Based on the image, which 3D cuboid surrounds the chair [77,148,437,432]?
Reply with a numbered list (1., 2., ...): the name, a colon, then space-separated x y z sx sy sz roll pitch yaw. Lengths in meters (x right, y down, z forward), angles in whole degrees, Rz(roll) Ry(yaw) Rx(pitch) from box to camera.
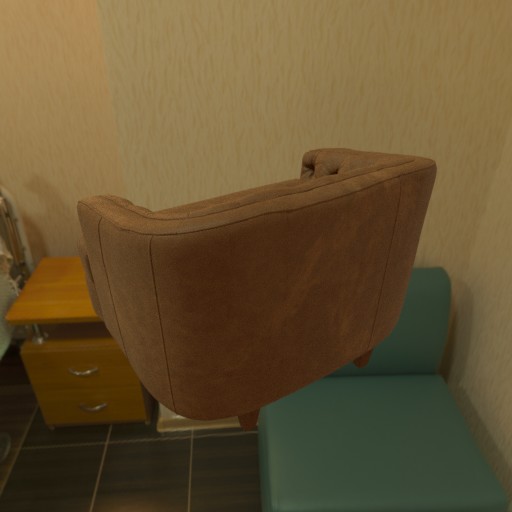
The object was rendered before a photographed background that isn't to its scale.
1. chair: 0.000 0.000 1.683 1.119 0.836 0.911 -18 35 -29
